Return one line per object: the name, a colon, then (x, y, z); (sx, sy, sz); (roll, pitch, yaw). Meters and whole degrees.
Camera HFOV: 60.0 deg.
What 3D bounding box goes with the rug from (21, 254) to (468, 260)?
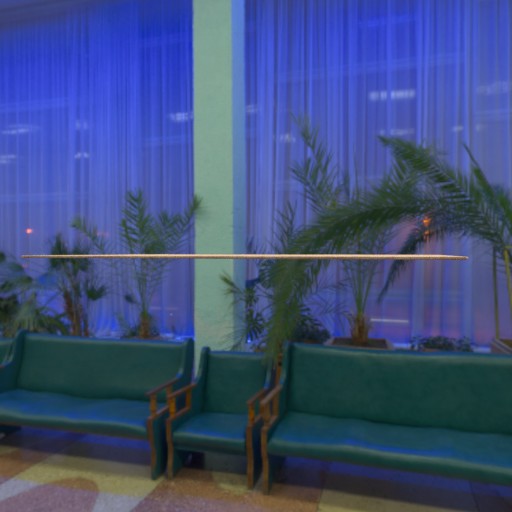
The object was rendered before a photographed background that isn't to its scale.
rug: (0.000, 0.000, 2.963); (2.390, 0.015, 1.609); (0, 0, 18)
